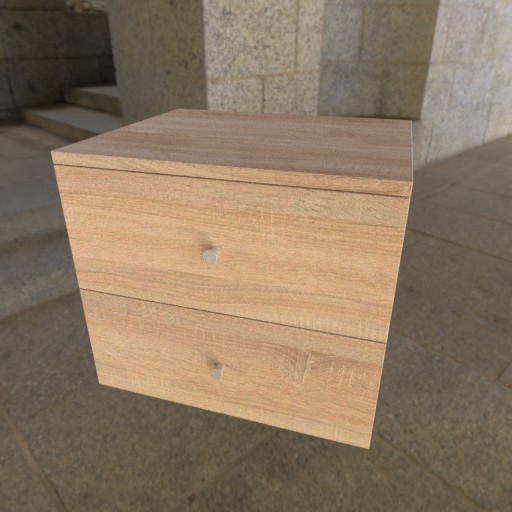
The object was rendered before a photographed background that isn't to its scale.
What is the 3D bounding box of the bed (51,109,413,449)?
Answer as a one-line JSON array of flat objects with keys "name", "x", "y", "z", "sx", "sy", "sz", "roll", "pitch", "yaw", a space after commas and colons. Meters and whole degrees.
[{"name": "bed", "x": 0.000, "y": 0.000, "z": 0.779, "sx": 0.460, "sy": 0.420, "sz": 0.401, "roll": 8, "pitch": 28, "yaw": 15}]
